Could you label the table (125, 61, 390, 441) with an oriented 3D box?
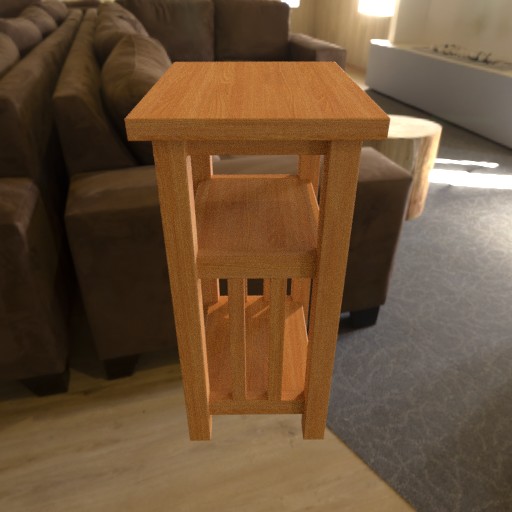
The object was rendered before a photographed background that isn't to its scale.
[{"bbox_3d":[0.000,0.000,0.742,0.270,0.550,0.350,0,32,-1],"label":"table"}]
